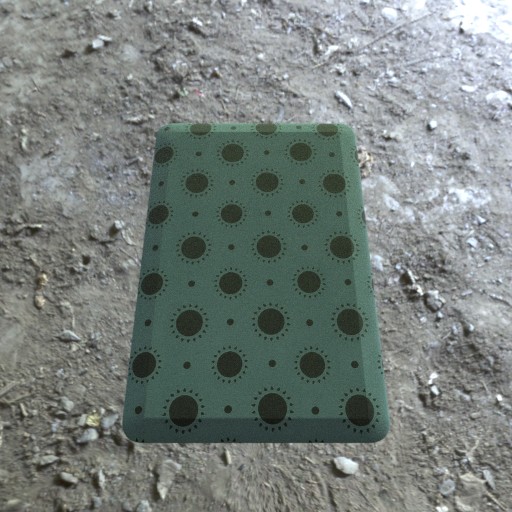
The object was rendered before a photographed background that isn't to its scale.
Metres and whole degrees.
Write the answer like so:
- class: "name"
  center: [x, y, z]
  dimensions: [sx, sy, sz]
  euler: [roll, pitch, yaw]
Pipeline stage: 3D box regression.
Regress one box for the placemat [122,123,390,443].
- class: "placemat"
  center: [0.000, 0.000, 0.979]
  dimensions: [0.508, 0.021, 0.762]
  euler: [0, 65, 0]
